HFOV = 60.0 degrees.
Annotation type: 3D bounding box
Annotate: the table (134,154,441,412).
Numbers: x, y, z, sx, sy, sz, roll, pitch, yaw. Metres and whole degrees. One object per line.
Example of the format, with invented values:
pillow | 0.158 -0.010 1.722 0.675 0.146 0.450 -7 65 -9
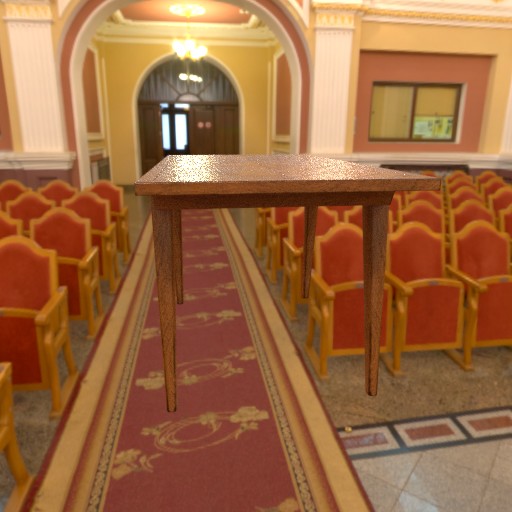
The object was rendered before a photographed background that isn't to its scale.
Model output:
table | 0.000 0.000 1.842 0.757 0.760 1.400 -2 15 -7
